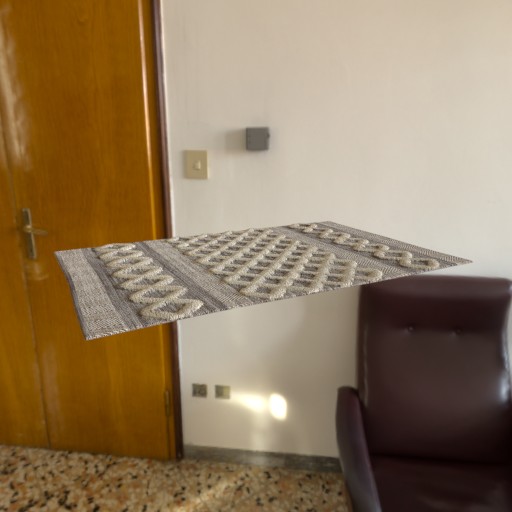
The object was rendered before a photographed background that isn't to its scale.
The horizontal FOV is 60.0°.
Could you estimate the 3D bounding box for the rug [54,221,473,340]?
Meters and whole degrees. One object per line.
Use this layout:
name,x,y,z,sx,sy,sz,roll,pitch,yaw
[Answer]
rug,0.000,0.000,2.917,2.333,0.033,1.513,-8,18,-27
